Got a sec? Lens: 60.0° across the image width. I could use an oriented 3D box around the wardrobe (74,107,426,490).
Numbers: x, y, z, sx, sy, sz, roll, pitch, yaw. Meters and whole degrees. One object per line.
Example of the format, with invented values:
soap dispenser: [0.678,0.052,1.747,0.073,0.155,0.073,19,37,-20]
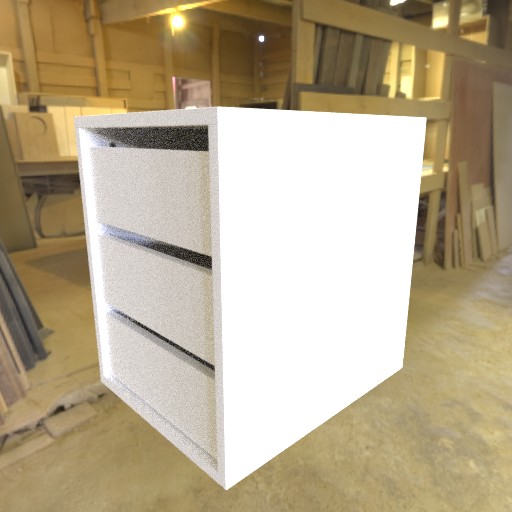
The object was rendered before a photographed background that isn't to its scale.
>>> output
wardrobe: [0.000,0.000,0.869,0.500,0.520,0.400,-14,21,-42]
